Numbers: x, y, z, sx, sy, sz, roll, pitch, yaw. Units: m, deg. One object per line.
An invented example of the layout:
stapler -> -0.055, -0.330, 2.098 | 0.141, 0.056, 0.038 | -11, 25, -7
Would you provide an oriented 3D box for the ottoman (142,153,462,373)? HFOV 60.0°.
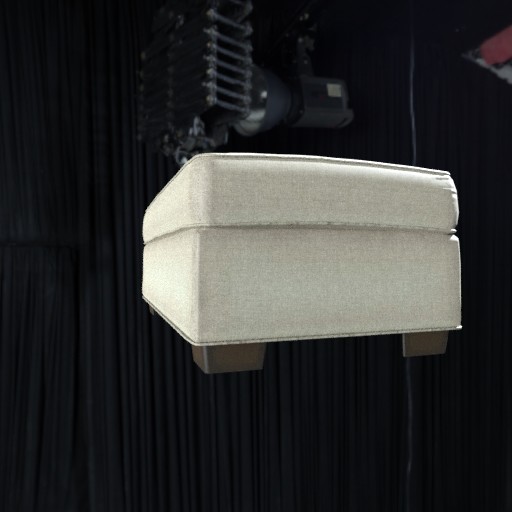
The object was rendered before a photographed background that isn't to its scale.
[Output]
ottoman -> 0.000, 0.000, 1.406 | 0.617, 0.448, 1.097 | 0, 0, -19
